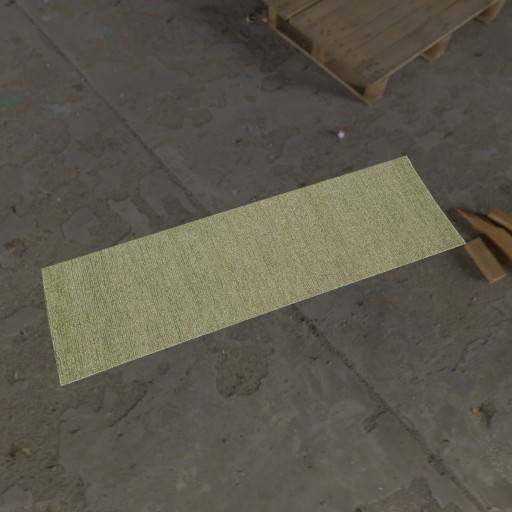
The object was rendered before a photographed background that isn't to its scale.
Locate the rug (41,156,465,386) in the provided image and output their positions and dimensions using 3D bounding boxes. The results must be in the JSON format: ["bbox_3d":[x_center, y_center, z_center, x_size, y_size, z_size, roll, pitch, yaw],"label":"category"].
[{"bbox_3d":[0.000,0.000,2.530,2.340,0.013,0.686,-18,65,-9],"label":"rug"}]
